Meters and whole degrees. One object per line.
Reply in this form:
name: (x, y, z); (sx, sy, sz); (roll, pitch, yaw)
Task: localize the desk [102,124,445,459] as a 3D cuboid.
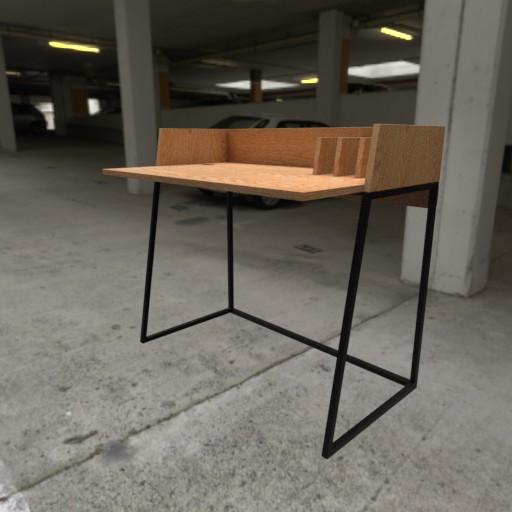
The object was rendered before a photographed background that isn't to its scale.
desk: (0.000, 0.000, 1.898); (0.769, 1.061, 1.191); (-14, 21, -42)
